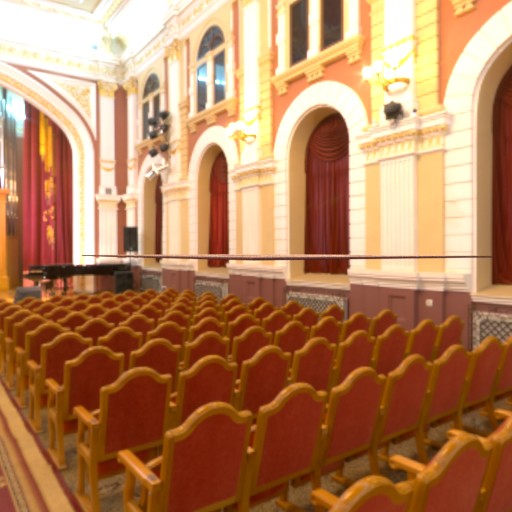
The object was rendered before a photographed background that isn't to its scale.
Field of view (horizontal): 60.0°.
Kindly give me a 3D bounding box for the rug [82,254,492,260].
[{"bbox_3d":[0.000,0.000,2.860,1.599,0.011,2.210,0,1,-36],"label":"rug"}]
